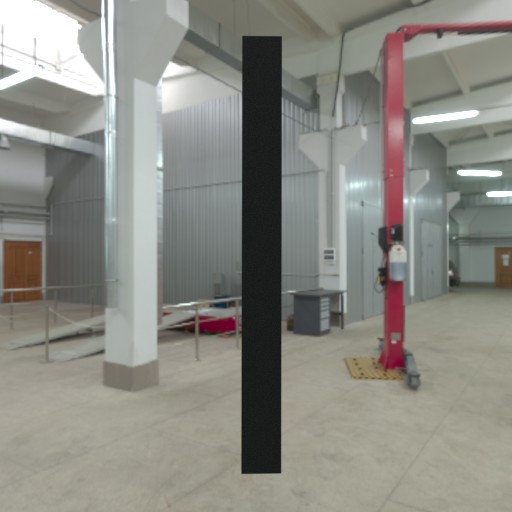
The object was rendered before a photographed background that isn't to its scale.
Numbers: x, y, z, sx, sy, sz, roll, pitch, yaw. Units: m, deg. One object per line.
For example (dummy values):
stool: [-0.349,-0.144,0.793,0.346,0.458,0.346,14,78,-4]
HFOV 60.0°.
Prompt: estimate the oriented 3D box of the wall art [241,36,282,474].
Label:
wall art: [0.000,0.000,0.524,0.031,0.330,0.381,0,0,-1]
